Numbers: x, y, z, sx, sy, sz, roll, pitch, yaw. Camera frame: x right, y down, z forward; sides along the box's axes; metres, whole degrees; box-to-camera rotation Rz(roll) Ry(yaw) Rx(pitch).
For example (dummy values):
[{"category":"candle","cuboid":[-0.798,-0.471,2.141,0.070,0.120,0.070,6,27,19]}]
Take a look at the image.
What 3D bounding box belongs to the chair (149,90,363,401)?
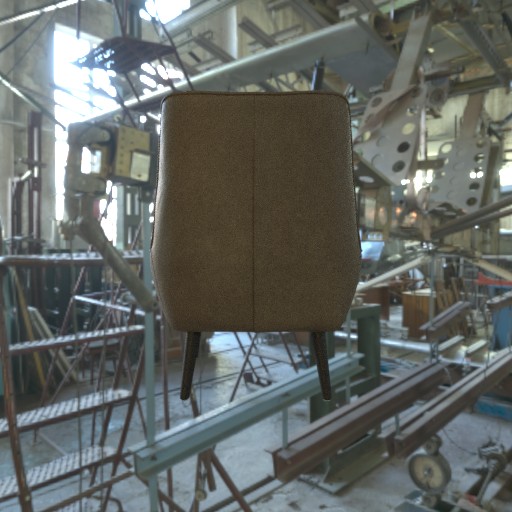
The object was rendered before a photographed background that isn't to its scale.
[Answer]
[{"category":"chair","cuboid":[0.000,0.000,1.539,0.787,0.888,0.824,0,1,0]}]
